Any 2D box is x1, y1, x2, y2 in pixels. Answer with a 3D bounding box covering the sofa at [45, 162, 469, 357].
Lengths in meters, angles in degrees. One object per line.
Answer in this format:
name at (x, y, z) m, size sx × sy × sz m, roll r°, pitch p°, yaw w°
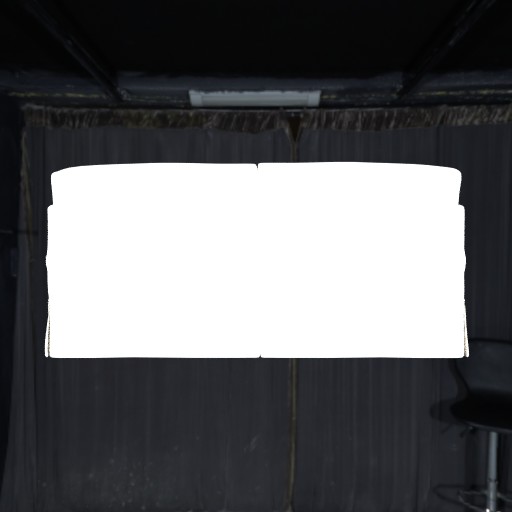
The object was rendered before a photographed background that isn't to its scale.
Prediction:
sofa at (0.000, 0.000, 2.458) m, size 2.021 × 0.937 × 0.862 m, roll 0°, pitch 1°, yaw 0°
